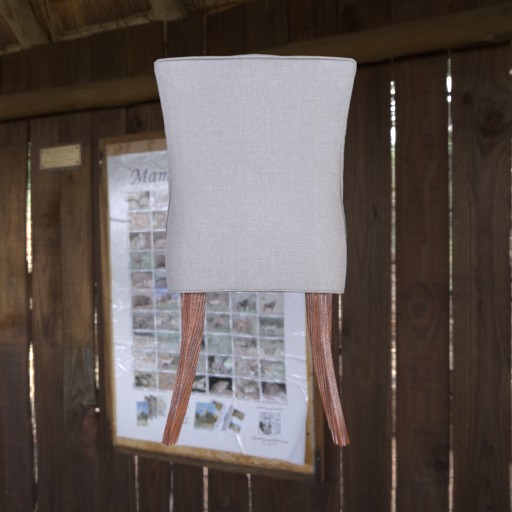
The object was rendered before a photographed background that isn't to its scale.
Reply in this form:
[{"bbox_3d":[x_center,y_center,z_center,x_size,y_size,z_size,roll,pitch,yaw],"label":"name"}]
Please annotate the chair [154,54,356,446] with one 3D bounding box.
[{"bbox_3d":[0.000,0.000,1.213,0.509,0.874,0.565,0,0,0],"label":"chair"}]
